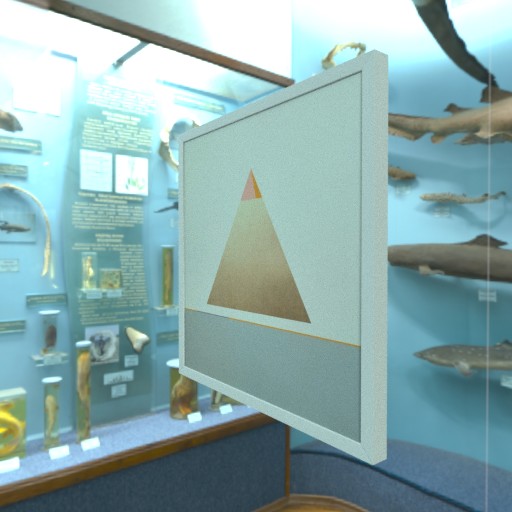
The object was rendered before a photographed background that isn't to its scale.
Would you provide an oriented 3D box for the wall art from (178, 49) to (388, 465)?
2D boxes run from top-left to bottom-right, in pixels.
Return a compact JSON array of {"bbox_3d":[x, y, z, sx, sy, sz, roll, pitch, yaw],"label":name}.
[{"bbox_3d":[0.000,0.000,1.131,0.041,0.765,0.768,-1,1,-37],"label":"wall art"}]
